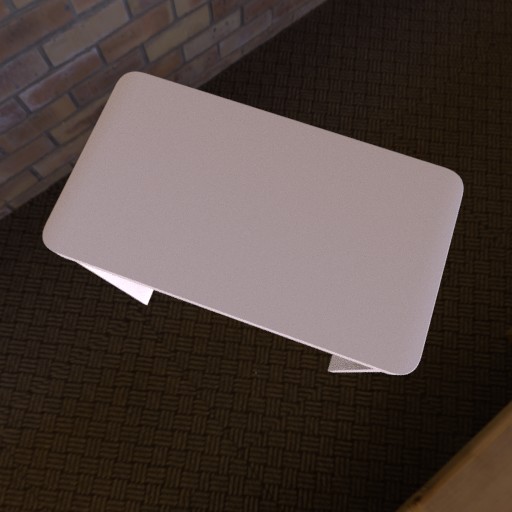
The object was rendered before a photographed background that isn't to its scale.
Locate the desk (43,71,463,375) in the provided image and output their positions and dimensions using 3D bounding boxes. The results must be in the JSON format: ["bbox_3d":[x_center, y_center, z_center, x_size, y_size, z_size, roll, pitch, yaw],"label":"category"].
[{"bbox_3d":[0.000,0.000,1.284,0.790,0.760,0.446,19,76,5],"label":"desk"}]
